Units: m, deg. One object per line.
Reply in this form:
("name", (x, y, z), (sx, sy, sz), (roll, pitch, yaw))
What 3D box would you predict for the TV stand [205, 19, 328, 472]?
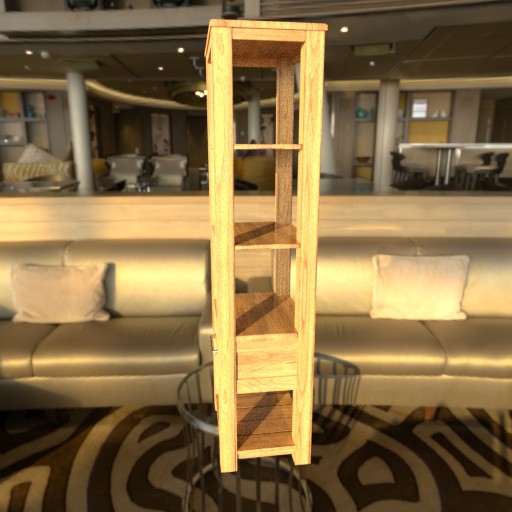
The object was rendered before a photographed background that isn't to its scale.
("TV stand", (0.000, 0.000, 2.037), (0.435, 1.828, 0.565), (-2, 14, -8))
